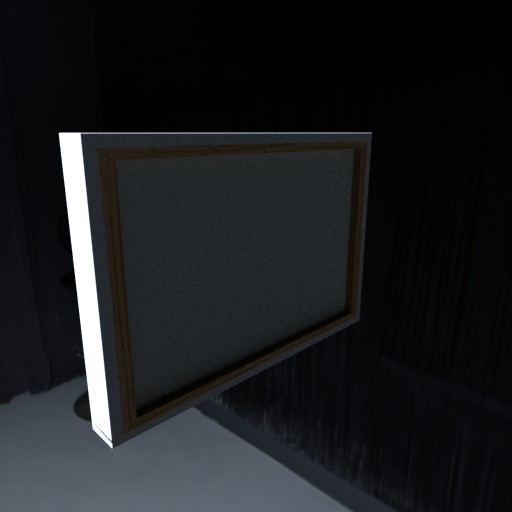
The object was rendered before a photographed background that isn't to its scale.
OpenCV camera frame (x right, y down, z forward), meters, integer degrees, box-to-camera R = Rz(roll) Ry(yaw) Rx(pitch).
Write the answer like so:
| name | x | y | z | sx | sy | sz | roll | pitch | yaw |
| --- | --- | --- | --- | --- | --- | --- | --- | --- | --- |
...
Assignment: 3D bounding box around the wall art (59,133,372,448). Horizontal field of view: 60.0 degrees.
| name | x | y | z | sx | sy | sz | roll | pitch | yaw |
| --- | --- | --- | --- | --- | --- | --- | --- | --- | --- |
| wall art | 0.000 | 0.000 | 0.485 | 0.381 | 0.259 | 0.038 | -15 | 21 | -43 |
